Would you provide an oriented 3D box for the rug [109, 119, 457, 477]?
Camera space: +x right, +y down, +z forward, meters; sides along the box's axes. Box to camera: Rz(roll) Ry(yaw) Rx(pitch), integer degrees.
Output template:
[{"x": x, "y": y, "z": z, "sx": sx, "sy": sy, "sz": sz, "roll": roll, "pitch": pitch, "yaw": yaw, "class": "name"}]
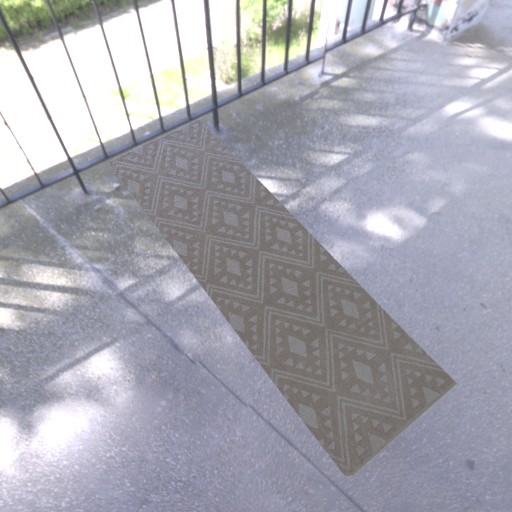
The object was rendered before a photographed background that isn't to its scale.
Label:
[{"x": 0.000, "y": 0.000, "z": 2.668, "sx": 0.752, "sy": 0.051, "sz": 2.452, "roll": -32, "pitch": 63, "yaw": -18, "class": "rug"}]
